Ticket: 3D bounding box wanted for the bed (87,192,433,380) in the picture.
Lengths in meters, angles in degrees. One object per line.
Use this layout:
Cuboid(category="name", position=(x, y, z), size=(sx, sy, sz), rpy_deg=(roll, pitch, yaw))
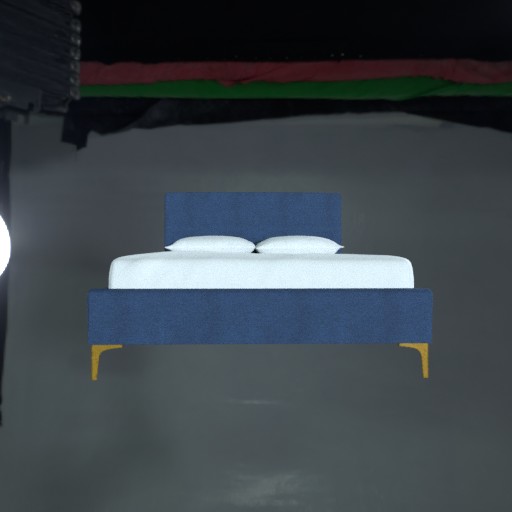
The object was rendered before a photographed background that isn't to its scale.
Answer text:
Cuboid(category="bed", position=(0.000, 0.000, 3.275), size=(1.723, 1.231, 2.172), rpy_deg=(0, 0, -1))
